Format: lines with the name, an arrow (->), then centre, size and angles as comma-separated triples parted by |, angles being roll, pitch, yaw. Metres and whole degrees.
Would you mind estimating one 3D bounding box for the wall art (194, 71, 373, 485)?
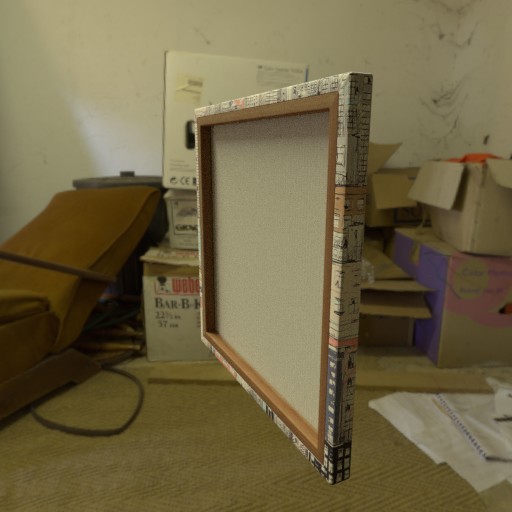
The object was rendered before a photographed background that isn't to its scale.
wall art -> 0.000, 0.000, 0.894 | 0.038, 0.608, 0.607 | -7, 15, -26
